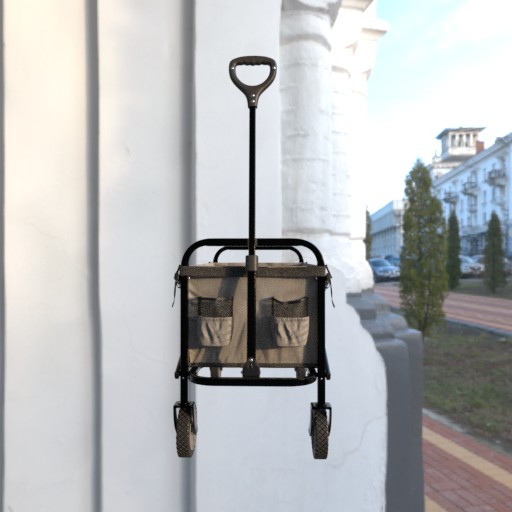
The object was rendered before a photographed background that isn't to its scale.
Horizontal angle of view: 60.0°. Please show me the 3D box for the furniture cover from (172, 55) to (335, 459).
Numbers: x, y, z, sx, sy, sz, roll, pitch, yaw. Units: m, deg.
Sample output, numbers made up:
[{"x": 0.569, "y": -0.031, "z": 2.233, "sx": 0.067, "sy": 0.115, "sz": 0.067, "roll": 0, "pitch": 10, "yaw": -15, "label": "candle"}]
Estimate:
[{"x": 0.000, "y": 0.000, "z": 1.807, "sx": 0.532, "sy": 1.295, "sz": 1.038, "roll": 0, "pitch": 0, "yaw": 2, "label": "furniture cover"}]
